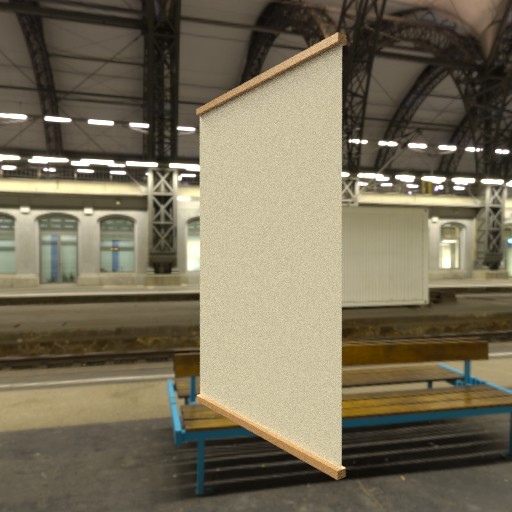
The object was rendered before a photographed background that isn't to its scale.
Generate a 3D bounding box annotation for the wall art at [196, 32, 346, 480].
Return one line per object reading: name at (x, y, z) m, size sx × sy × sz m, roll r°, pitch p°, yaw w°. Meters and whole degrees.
wall art at (0.000, 0.000, 1.288) m, size 0.027 × 1.020 × 0.669 m, roll 0°, pitch 1°, yaw -36°
